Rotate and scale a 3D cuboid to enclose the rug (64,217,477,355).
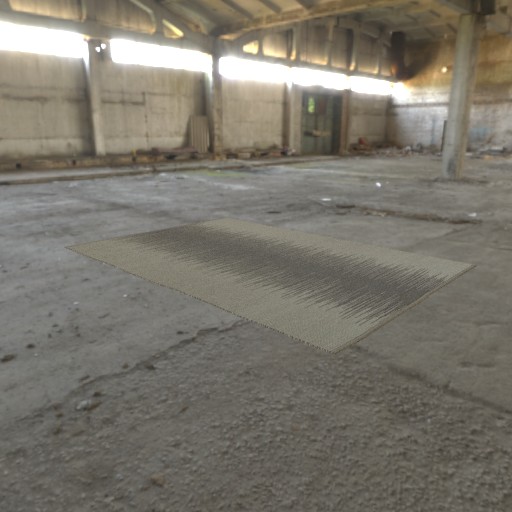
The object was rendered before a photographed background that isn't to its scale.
[{"bbox_3d":[0.000,0.000,2.317,1.815,0.007,1.226,14,21,42],"label":"rug"}]
